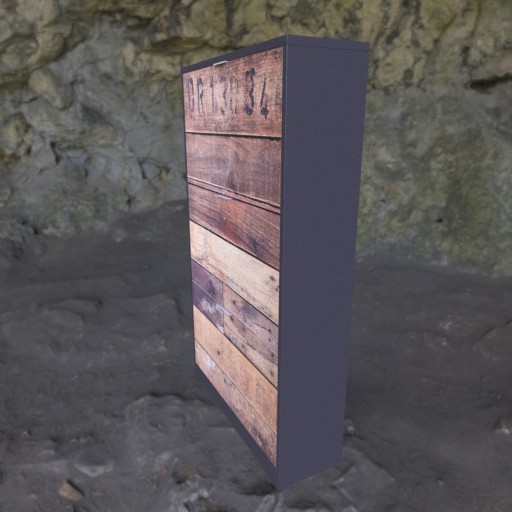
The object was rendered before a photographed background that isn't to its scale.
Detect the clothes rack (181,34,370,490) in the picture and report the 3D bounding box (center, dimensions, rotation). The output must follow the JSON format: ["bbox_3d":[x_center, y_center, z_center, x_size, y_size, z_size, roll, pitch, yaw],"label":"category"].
[{"bbox_3d":[0.000,0.000,1.554,0.250,1.280,0.750,-9,19,-26],"label":"clothes rack"}]
